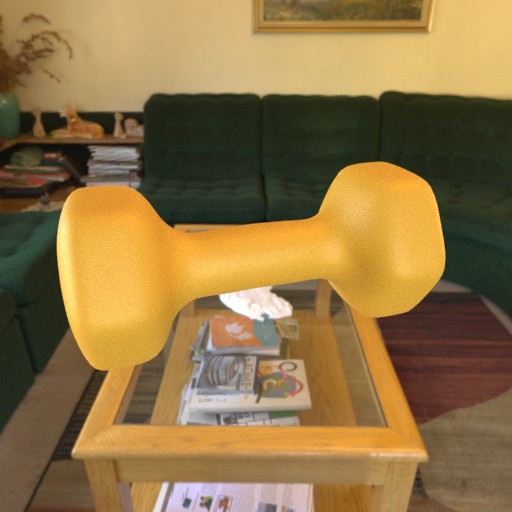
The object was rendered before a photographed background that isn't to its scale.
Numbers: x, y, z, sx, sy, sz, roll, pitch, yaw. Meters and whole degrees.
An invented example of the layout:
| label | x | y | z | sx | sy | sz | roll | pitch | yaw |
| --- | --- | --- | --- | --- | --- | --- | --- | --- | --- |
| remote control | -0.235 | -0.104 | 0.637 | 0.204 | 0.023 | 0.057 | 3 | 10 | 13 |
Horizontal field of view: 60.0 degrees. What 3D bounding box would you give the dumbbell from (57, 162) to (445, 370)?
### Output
| label | x | y | z | sx | sy | sz | roll | pitch | yaw |
| --- | --- | --- | --- | --- | --- | --- | --- | --- | --- |
| dumbbell | 0.000 | 0.000 | 0.235 | 0.190 | 0.082 | 0.090 | -8 | 27 | -15 |
